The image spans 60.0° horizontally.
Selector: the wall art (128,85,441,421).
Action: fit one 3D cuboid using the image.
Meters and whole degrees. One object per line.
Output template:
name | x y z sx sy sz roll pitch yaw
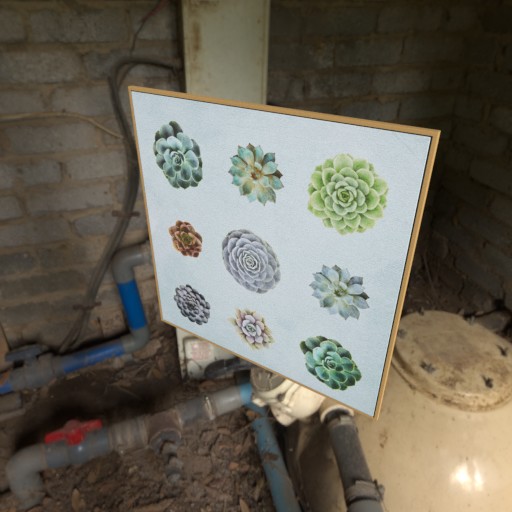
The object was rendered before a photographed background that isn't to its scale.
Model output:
wall art | 0.000 0.000 0.990 0.657 0.655 0.014 18 36 27
